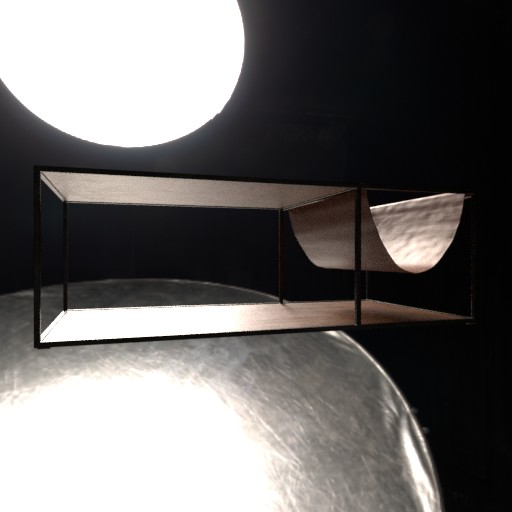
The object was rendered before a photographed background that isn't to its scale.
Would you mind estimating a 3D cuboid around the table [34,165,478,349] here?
[{"bbox_3d":[0.000,0.000,1.424,1.199,0.403,0.597,0,0,-18],"label":"table"}]
